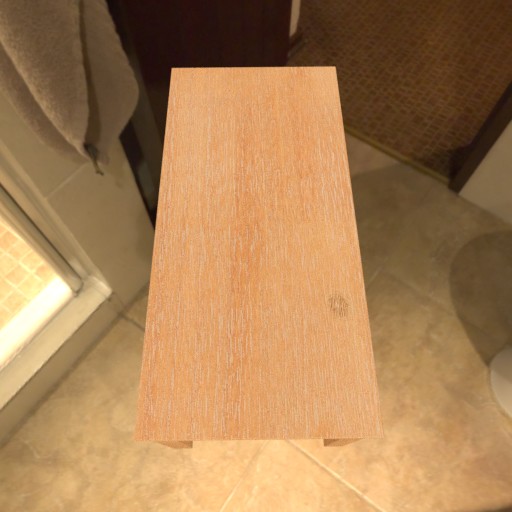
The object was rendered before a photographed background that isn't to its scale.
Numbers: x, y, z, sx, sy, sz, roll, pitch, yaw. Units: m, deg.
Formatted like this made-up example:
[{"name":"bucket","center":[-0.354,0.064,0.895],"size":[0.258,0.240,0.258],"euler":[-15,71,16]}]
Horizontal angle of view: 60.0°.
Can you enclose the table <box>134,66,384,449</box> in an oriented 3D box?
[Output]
[{"name":"table","center":[0.000,0.000,1.283],"size":[0.483,0.457,1.016],"euler":[-1,63,0]}]
